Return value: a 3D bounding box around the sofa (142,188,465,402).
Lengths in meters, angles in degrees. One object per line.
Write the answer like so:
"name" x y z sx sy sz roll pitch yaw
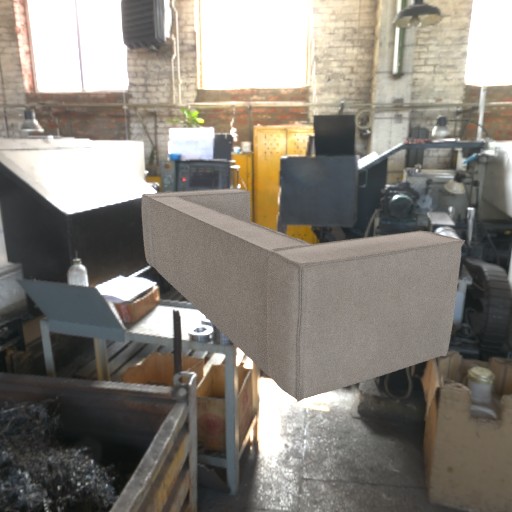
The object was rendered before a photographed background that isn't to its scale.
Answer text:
"sofa" 0.000 0.000 3.208 1.038 0.680 2.697 -8 17 -27
